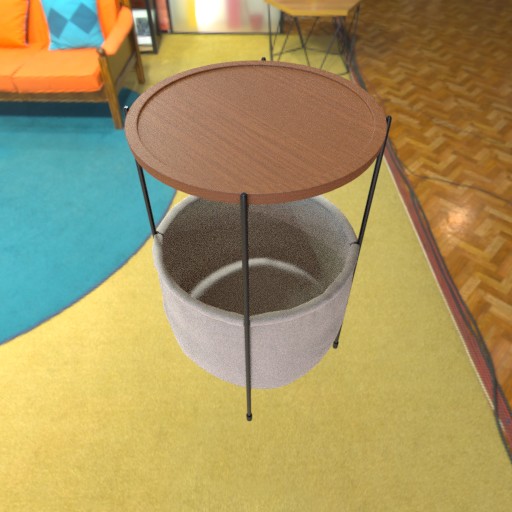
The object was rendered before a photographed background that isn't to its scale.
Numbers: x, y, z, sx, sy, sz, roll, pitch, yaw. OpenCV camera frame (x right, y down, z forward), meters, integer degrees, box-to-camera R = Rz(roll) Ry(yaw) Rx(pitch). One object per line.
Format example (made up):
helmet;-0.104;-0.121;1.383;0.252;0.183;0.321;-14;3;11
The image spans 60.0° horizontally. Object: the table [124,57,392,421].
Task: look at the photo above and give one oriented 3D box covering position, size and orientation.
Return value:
table;0.000;0.000;0.888;0.393;0.623;0.393;-32;54;-27
